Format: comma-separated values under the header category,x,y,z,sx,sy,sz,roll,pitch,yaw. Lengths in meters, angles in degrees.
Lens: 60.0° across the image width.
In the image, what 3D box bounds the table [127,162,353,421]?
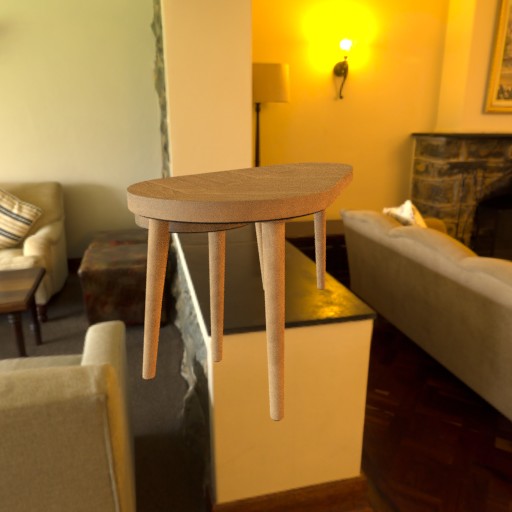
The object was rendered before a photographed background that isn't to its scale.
category,x,y,z,sx,sy,sz,roll,pitch,yaw
table,0.000,0.000,1.622,0.701,0.595,1.190,8,18,26
